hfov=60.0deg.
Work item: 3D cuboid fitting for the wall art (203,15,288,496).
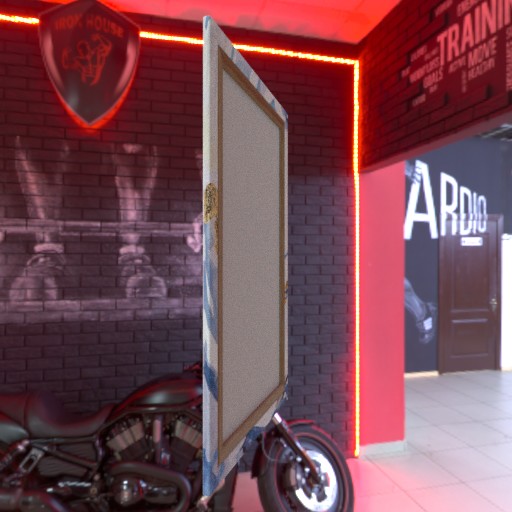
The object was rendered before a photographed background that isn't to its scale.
[{"bbox_3d":[0.000,0.000,1.130,0.016,0.914,0.610,0,0,18],"label":"wall art"}]
